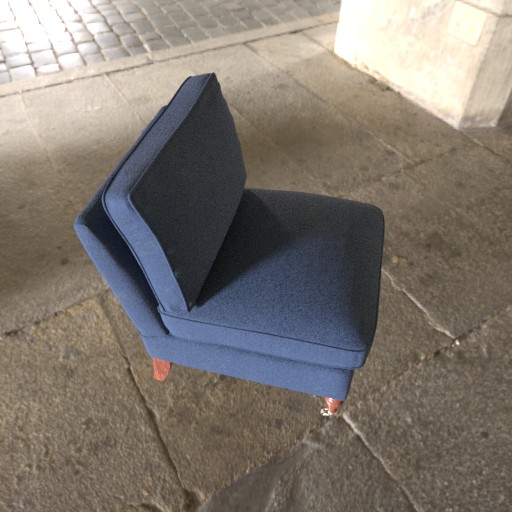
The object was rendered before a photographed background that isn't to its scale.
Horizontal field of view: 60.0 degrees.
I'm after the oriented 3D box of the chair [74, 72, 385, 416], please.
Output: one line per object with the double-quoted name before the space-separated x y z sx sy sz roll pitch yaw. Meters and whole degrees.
"chair" 0.000 0.000 1.666 0.912 1.052 0.724 10 48 9
